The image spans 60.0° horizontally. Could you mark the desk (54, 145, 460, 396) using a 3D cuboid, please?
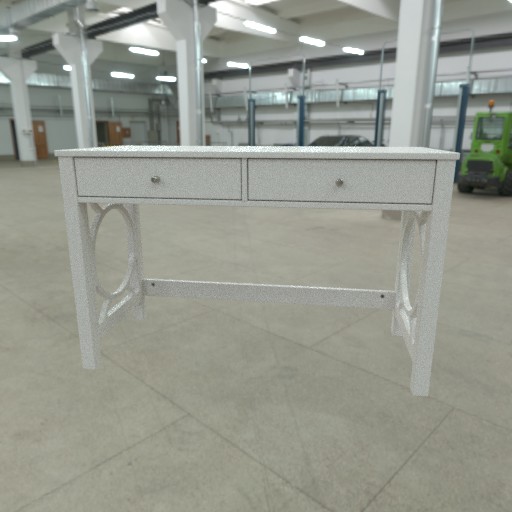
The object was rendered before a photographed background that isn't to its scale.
[{"bbox_3d":[0.000,0.000,1.617,1.191,0.762,0.504,2,16,8],"label":"desk"}]
